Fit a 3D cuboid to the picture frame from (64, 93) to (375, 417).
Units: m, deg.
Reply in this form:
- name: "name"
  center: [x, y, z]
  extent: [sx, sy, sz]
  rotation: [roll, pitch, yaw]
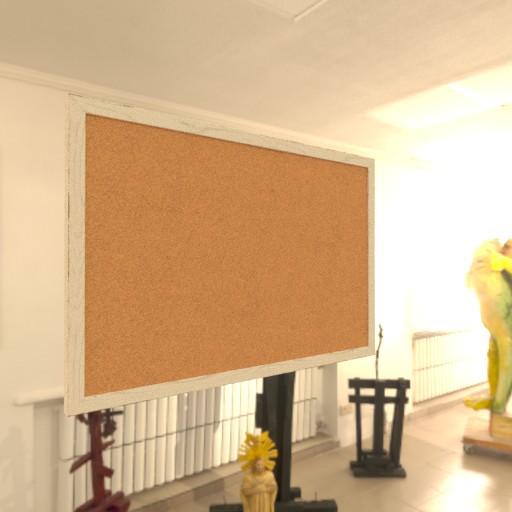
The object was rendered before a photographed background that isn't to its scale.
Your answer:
- name: "picture frame"
  center: [0.000, 0.000, 1.174]
  extent: [0.950, 0.640, 0.029]
  rotation: [0, -1, -37]
